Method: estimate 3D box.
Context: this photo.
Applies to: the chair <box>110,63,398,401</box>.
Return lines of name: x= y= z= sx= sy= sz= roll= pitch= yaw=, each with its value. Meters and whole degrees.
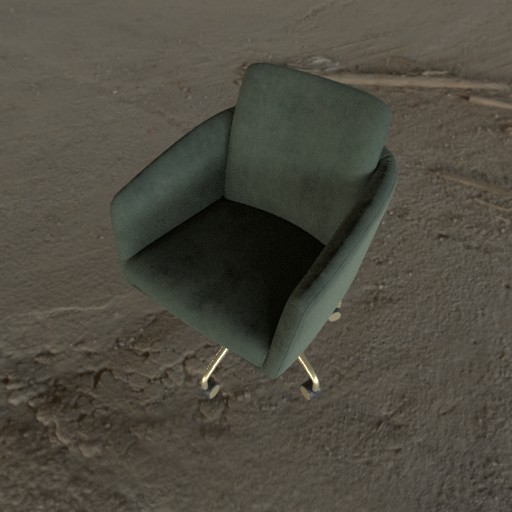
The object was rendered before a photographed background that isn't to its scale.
chair: x=0.000 y=0.000 z=1.344 sx=0.641 sy=0.908 sz=0.635 roll=28 pitch=52 yaw=25
